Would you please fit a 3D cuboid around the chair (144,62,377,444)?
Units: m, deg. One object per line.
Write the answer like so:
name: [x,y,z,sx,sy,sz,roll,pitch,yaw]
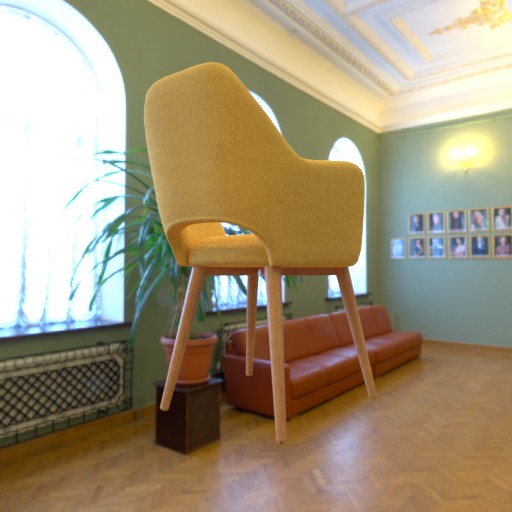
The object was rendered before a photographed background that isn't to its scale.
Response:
chair: [0.000,0.000,1.239,0.590,0.840,0.610,-1,-2,36]
